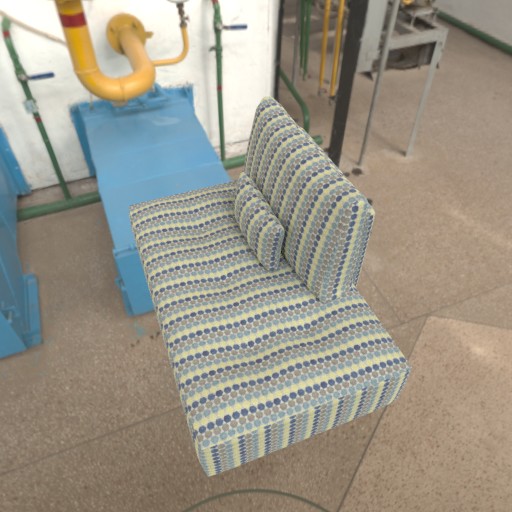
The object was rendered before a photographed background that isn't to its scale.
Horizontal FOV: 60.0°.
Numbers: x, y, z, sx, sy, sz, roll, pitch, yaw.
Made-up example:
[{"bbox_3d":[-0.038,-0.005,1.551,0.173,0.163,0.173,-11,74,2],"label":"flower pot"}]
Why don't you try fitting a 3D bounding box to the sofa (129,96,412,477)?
[{"bbox_3d":[0.000,0.000,2.048,1.000,0.820,1.450,-16,48,-14],"label":"sofa"}]
